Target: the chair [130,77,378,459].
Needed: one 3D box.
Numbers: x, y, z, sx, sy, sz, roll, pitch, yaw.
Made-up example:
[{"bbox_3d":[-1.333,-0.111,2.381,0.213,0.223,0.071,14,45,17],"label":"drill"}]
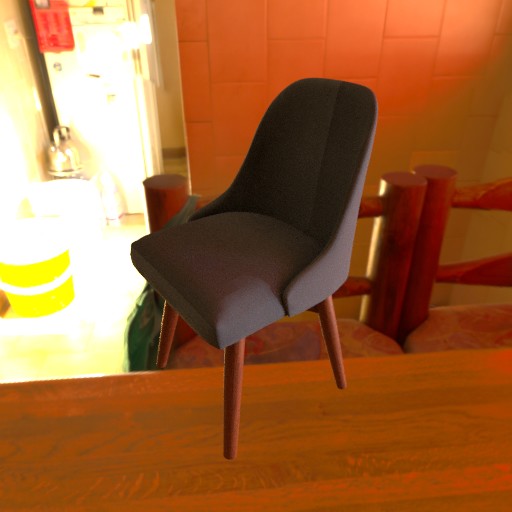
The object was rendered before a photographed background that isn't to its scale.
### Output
[{"bbox_3d":[0.000,0.000,1.256,0.589,0.882,0.503,-20,36,-30],"label":"chair"}]
